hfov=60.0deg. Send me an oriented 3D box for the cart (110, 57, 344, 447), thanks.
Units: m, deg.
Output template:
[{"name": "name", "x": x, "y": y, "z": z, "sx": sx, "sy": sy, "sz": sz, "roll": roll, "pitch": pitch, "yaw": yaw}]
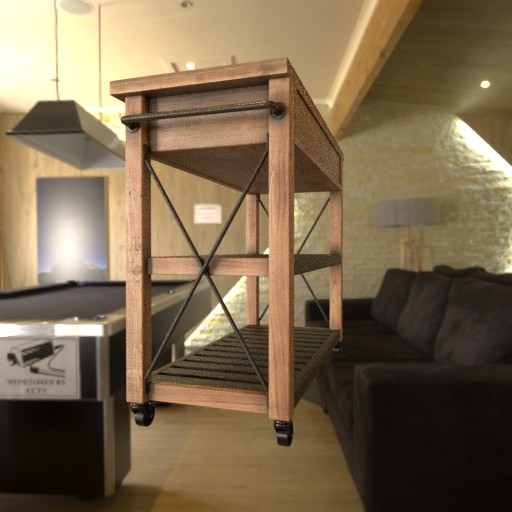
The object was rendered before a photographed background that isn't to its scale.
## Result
[{"name": "cart", "x": 0.000, "y": 0.000, "z": 0.961, "sx": 0.298, "sy": 0.554, "sz": 0.686, "roll": 0, "pitch": 1, "yaw": 18}]
